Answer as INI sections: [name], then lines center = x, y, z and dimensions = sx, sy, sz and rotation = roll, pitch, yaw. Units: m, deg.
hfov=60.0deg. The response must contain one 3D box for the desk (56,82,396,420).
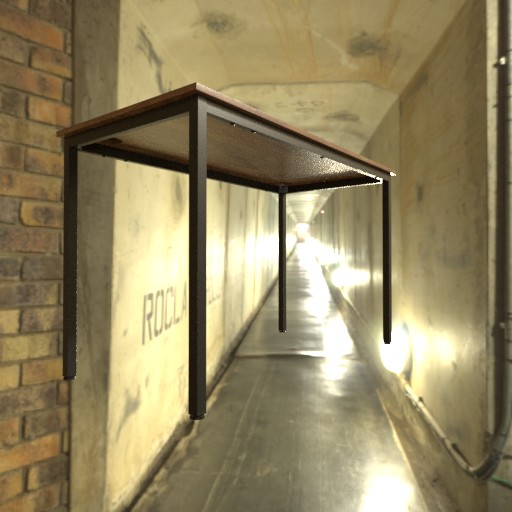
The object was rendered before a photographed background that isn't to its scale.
[desk]
center = 0.000, 0.000, 1.624
dimensions = 0.600, 0.749, 1.200
rotation = -1, -1, 38
